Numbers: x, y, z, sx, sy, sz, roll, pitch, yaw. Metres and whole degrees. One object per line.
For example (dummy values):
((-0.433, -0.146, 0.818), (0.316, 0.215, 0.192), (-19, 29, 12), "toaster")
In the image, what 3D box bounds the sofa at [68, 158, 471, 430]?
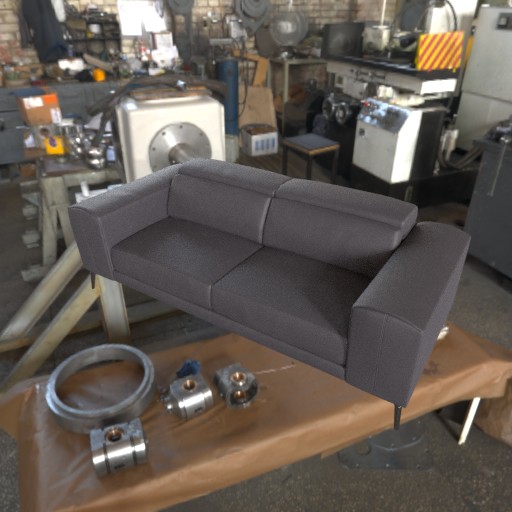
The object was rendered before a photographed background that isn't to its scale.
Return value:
((0.000, 0.000, 2.845), (2.330, 0.814, 1.048), (18, 35, 28), "sofa")
